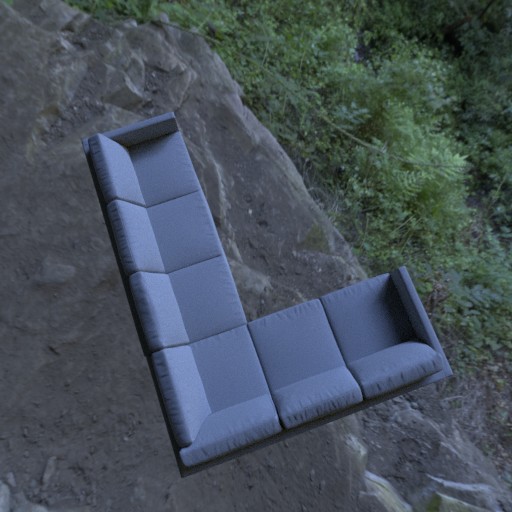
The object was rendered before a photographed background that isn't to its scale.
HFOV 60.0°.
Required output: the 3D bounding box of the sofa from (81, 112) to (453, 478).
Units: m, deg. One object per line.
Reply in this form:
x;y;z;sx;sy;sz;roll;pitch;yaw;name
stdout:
0.000;0.000;4.226;2.432;0.871;3.182;-19;77;-4;sofa
